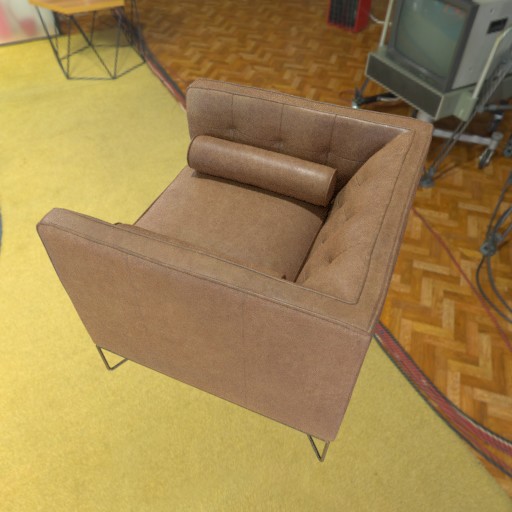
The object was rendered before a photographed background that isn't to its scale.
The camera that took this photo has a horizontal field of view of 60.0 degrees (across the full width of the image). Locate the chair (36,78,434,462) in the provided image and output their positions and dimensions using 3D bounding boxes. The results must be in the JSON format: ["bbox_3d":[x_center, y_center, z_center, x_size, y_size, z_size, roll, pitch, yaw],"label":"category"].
[{"bbox_3d":[0.000,0.000,1.585,0.912,0.797,0.920,18,50,15],"label":"chair"}]
